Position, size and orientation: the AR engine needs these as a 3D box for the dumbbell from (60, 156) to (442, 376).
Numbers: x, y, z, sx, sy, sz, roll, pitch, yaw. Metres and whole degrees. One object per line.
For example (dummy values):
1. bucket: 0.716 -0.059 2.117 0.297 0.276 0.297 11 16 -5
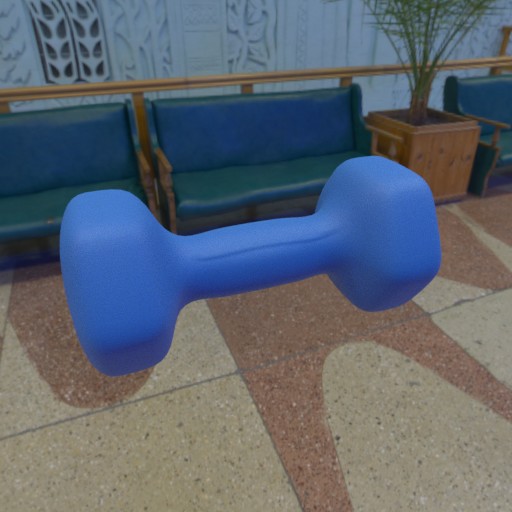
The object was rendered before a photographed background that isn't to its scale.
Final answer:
1. dumbbell: 0.000 0.000 0.265 0.212 0.093 0.103 -10 33 -17
